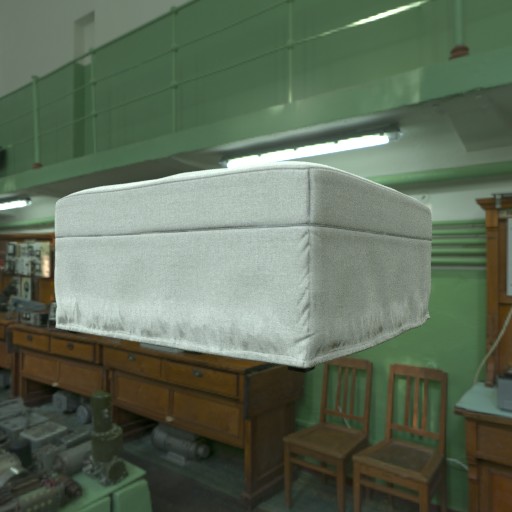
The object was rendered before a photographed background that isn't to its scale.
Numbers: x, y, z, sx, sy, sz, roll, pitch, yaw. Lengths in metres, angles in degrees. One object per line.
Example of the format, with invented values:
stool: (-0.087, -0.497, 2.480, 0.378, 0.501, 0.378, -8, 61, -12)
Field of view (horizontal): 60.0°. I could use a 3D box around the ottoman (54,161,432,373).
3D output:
ottoman: (0.000, 0.000, 1.339, 0.843, 0.436, 0.840, 0, -1, 36)
